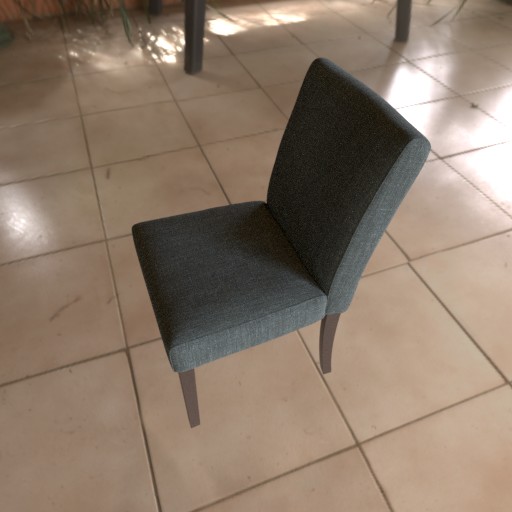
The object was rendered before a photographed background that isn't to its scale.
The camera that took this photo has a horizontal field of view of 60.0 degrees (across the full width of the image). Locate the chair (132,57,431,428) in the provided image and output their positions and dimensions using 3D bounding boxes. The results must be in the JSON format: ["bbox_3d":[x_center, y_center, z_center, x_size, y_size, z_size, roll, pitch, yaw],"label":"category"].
[{"bbox_3d":[0.000,0.000,1.266,0.629,0.884,0.487,-16,48,-15],"label":"chair"}]
